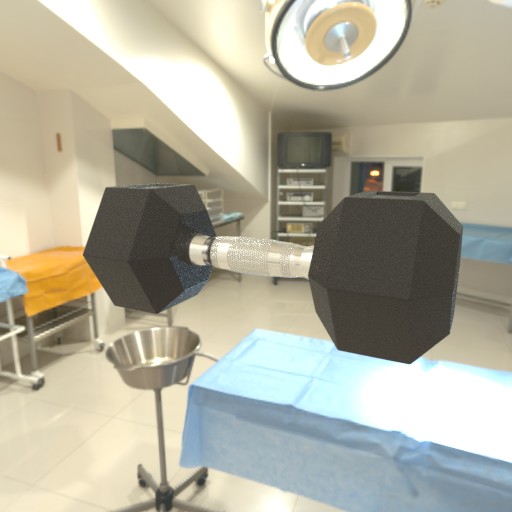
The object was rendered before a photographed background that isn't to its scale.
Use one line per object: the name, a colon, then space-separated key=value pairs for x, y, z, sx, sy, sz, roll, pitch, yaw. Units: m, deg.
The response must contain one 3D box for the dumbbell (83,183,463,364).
dumbbell: x=0.000 y=0.000 z=0.379 sx=0.315 sy=0.113 sz=0.129 roll=6 pitch=14 yaw=26
